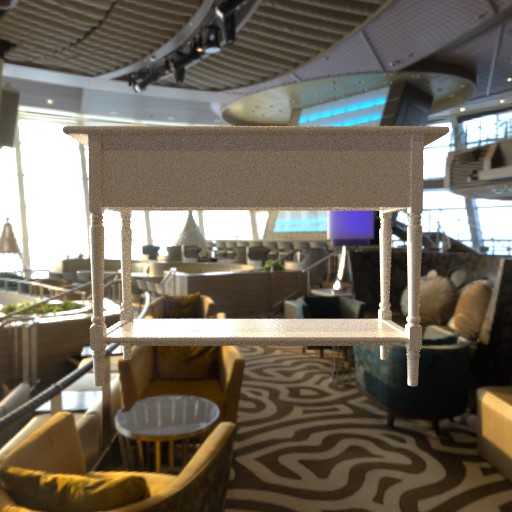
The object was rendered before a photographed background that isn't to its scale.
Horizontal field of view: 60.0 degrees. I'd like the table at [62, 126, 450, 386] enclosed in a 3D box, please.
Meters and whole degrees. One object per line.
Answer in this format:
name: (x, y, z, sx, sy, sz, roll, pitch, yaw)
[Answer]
table: (0.000, 0.000, 1.566, 1.191, 0.814, 0.386, 0, 2, 0)
